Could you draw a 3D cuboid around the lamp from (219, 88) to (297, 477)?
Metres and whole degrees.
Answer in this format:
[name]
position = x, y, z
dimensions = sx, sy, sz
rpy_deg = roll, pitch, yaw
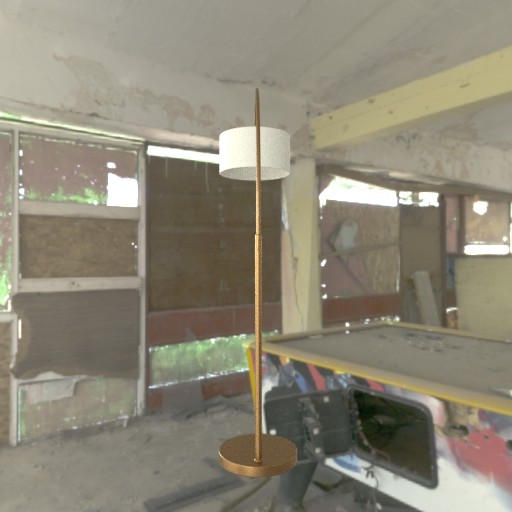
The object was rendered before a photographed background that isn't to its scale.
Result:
[lamp]
position = 0.000, 0.000, 2.635
dimensions = 0.493, 1.927, 1.434
rpy_deg = 0, -1, -1
